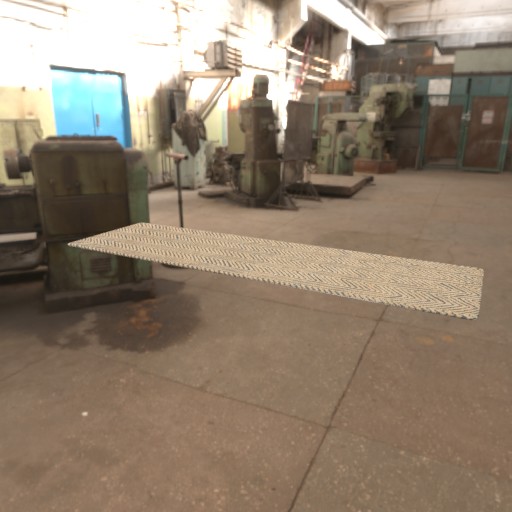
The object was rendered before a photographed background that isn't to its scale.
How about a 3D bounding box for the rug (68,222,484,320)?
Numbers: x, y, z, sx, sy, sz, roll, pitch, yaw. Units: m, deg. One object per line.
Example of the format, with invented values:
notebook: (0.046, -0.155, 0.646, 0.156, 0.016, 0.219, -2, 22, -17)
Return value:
rug: (0.000, 0.000, 2.495, 2.286, 0.008, 0.686, 9, 19, 27)
